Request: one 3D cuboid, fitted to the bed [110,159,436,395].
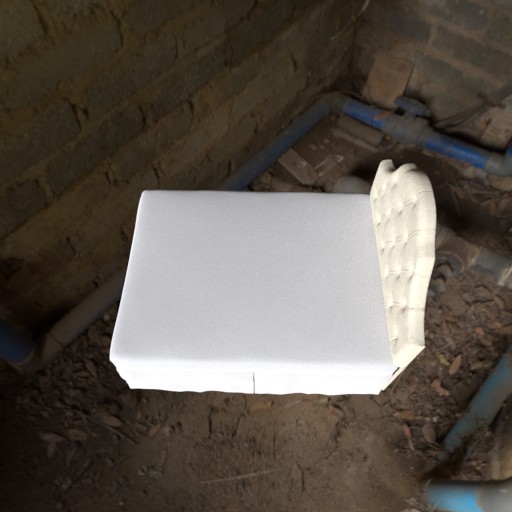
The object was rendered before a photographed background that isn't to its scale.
[{"bbox_3d":[0.000,0.000,3.288,2.092,1.575,1.627,1,59,1],"label":"bed"}]
